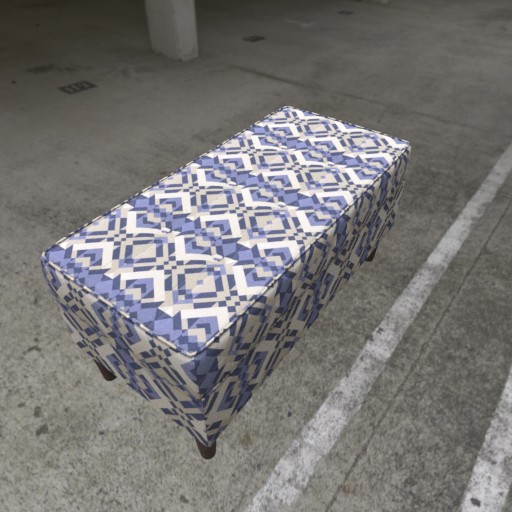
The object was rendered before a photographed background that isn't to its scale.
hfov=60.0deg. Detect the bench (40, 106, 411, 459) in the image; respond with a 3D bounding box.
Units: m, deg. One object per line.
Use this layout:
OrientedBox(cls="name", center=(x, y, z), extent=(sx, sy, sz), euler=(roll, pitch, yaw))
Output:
OrientedBox(cls="bench", center=(0.000, 0.000, 1.322), extent=(0.492, 0.477, 1.016), euler=(26, 48, 26))
